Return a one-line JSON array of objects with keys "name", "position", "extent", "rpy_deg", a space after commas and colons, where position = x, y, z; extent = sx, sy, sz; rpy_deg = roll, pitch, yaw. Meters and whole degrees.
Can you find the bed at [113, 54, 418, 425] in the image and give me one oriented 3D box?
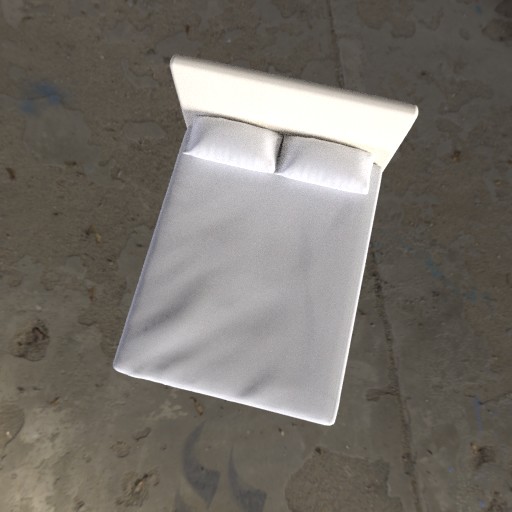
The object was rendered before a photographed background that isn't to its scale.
[{"name": "bed", "position": [0.000, 0.000, 3.249], "extent": [1.713, 1.330, 2.142], "rpy_deg": [13, 76, 3]}]
